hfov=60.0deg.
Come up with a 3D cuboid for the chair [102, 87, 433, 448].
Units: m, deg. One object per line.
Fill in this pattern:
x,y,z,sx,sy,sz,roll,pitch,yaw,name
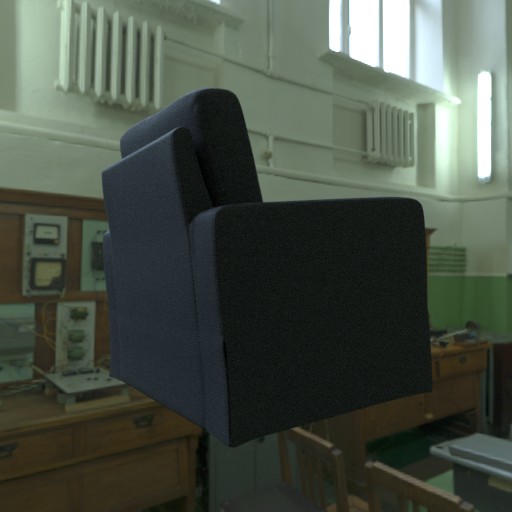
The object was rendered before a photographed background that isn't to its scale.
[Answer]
0.000,0.000,1.473,0.863,0.855,0.798,1,-2,-36,chair
